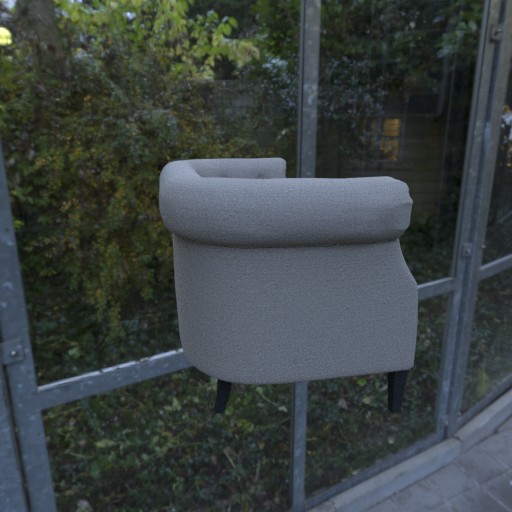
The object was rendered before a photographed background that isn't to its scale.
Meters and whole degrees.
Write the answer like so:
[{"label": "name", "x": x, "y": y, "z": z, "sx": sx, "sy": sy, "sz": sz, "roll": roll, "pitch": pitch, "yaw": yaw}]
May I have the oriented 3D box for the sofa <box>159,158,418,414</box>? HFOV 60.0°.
[{"label": "sofa", "x": 0.000, "y": 0.000, "z": 2.036, "sx": 0.835, "sy": 0.827, "sz": 1.558, "roll": -3, "pitch": 15, "yaw": -11}]
